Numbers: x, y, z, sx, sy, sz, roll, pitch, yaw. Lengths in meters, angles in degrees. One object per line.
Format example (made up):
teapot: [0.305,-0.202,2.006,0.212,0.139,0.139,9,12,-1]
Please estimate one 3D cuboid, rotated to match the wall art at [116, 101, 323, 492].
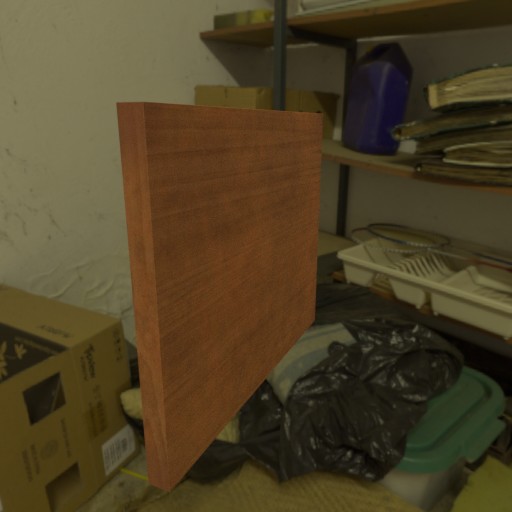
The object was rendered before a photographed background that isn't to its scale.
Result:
wall art: [0.000,0.000,0.731,0.033,0.457,0.558,8,18,25]
